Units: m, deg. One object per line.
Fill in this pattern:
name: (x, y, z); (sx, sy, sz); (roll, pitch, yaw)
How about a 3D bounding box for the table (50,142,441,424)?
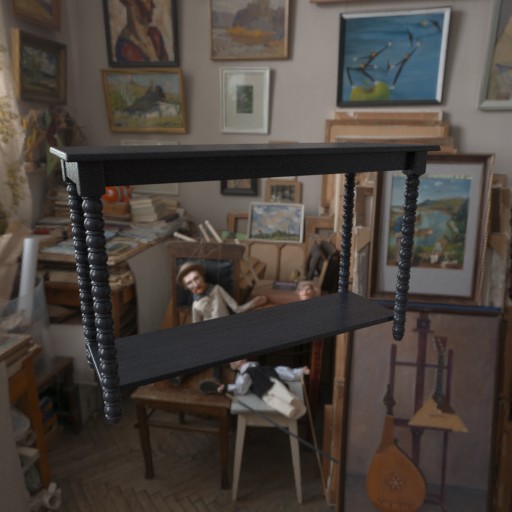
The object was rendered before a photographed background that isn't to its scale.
table: (0.000, 0.000, 1.524); (1.184, 0.735, 0.459); (-8, 18, -27)
